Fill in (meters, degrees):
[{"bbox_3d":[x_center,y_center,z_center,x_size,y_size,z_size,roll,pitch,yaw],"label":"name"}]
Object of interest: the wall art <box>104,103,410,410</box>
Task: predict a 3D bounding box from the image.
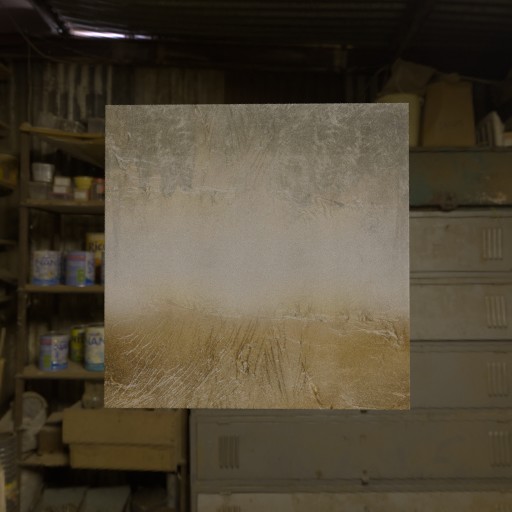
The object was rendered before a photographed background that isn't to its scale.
[{"bbox_3d":[0.000,0.000,0.907,0.610,0.610,0.038,0,-1,1],"label":"wall art"}]
